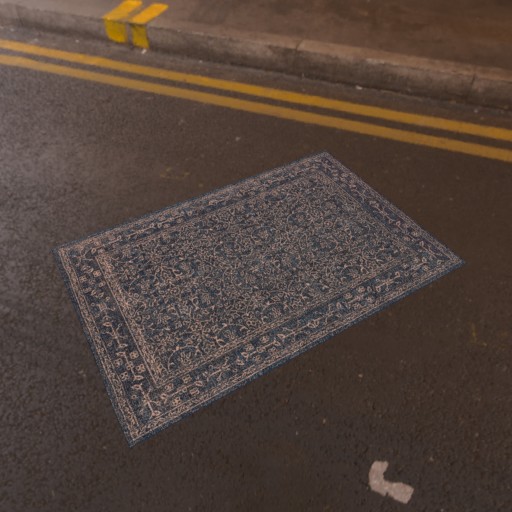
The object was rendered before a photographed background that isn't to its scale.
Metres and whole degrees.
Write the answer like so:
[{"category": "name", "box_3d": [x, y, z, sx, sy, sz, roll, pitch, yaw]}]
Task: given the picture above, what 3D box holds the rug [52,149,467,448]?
[{"category": "rug", "box_3d": [0.000, 0.000, 2.317, 1.819, 0.005, 1.200, -24, 51, -20]}]
